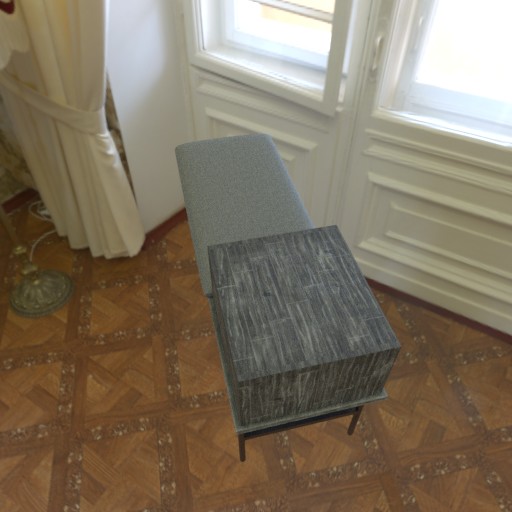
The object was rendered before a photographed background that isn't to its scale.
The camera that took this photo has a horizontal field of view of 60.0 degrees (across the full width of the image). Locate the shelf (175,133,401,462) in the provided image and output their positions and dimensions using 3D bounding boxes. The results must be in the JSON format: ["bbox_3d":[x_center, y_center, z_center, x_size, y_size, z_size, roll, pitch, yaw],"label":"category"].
[{"bbox_3d":[0.000,0.000,1.690,0.457,0.633,1.342,-10,47,-9],"label":"shelf"}]
